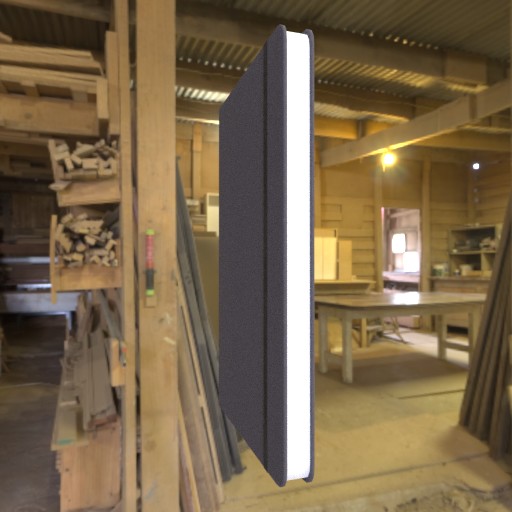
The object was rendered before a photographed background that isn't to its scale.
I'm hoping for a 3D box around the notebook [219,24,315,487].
[{"bbox_3d":[0.000,0.000,0.259,0.016,0.213,0.127,0,-1,-18],"label":"notebook"}]
